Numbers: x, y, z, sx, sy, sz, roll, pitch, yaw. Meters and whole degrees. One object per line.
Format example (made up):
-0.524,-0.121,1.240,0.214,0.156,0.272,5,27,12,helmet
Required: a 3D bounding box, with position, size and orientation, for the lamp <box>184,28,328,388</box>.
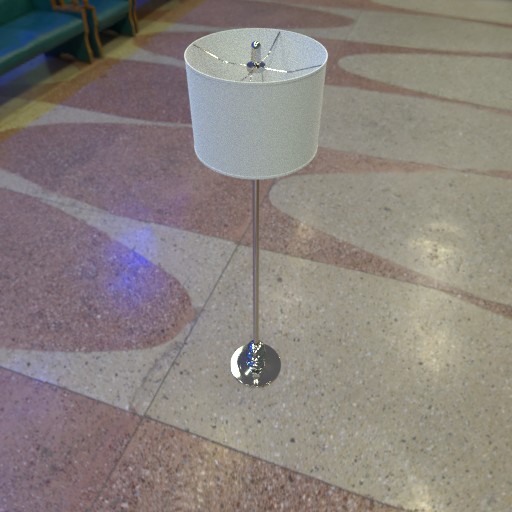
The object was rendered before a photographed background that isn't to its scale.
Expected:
0.000,0.000,1.613,0.356,1.487,0.356,16,47,15,lamp
